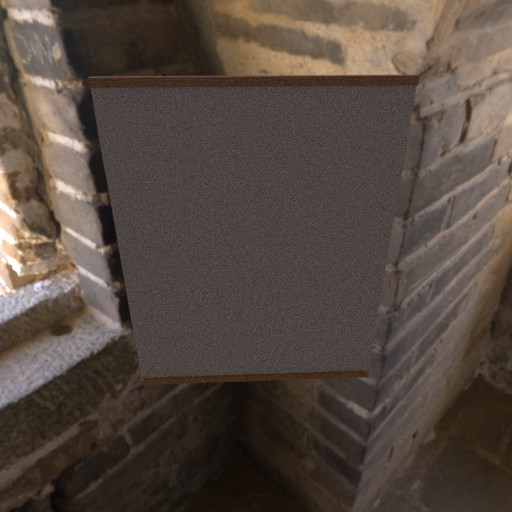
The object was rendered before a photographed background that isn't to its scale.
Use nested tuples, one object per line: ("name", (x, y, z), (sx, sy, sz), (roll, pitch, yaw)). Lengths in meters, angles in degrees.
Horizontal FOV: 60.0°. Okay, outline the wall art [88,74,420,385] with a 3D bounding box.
("wall art", (0.000, 0.000, 0.668), (0.404, 0.507, 0.010), (-1, 30, -2))
